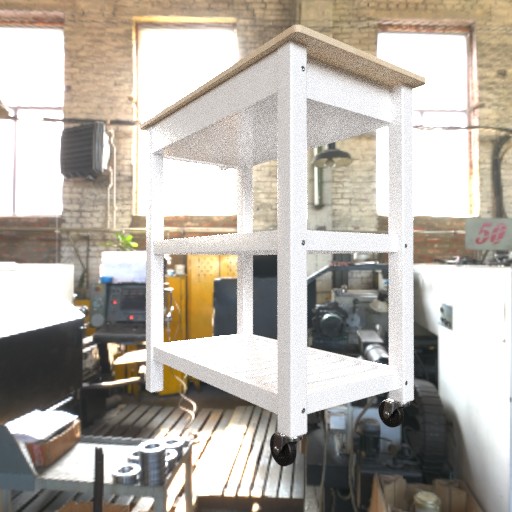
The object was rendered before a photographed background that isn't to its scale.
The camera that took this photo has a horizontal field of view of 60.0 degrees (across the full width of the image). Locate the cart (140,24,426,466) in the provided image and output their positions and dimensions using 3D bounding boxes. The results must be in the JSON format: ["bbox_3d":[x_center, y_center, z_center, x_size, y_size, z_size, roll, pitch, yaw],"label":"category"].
[{"bbox_3d":[0.000,0.000,1.383,0.457,0.927,0.899,0,-1,-36],"label":"cart"}]
